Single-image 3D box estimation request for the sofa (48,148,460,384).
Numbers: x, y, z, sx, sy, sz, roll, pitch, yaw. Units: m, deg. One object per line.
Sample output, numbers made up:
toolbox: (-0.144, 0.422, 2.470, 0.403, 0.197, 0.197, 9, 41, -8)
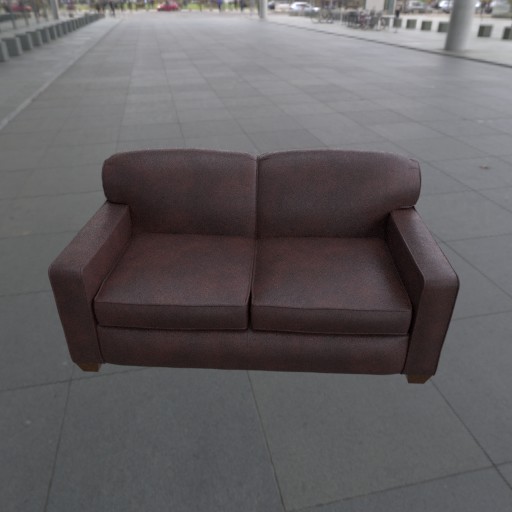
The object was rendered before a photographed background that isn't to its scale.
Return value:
sofa: (0.000, 0.000, 2.422, 1.856, 0.966, 1.000, 1, 30, 2)
